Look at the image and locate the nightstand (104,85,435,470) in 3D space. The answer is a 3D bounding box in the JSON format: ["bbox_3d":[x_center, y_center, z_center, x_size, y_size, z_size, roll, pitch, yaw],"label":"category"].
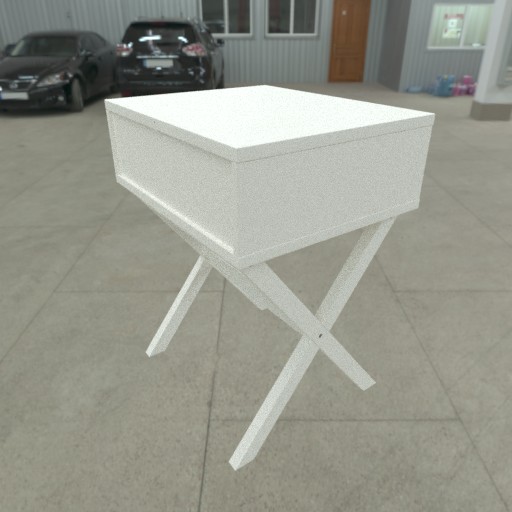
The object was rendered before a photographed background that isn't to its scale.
[{"bbox_3d":[0.000,0.000,0.959,0.402,0.623,0.479,-18,33,-31],"label":"nightstand"}]
